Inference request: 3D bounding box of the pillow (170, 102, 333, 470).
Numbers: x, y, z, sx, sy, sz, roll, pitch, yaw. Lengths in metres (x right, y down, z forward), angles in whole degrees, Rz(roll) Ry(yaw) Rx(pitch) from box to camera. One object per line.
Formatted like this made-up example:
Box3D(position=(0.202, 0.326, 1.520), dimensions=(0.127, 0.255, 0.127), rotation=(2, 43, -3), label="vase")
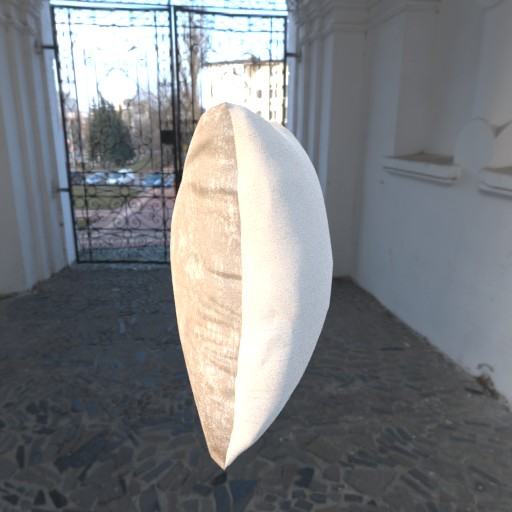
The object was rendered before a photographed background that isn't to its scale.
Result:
Box3D(position=(0.000, 0.000, 0.716), dimensions=(0.245, 0.448, 0.450), rotation=(2, 16, 8), label="pillow")
